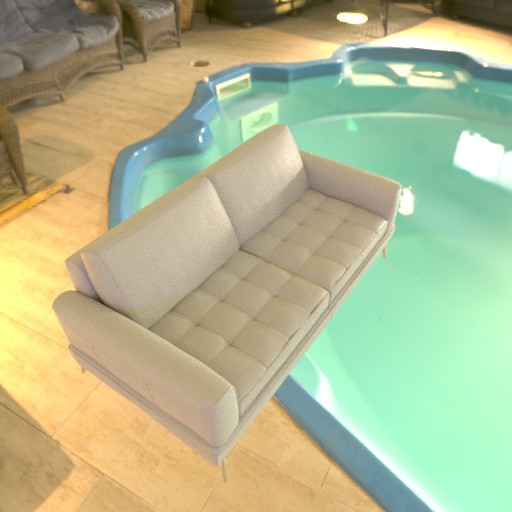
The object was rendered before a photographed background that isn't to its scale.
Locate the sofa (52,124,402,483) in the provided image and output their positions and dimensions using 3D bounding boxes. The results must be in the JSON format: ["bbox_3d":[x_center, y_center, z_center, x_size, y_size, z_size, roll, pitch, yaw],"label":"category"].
[{"bbox_3d":[0.000,0.000,2.768,1.121,0.930,2.177,25,47,26],"label":"sofa"}]
